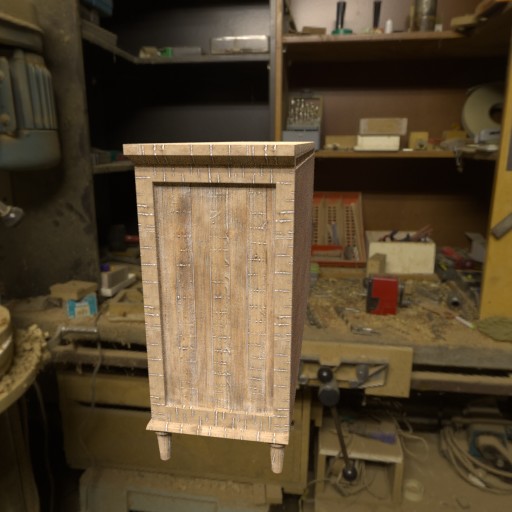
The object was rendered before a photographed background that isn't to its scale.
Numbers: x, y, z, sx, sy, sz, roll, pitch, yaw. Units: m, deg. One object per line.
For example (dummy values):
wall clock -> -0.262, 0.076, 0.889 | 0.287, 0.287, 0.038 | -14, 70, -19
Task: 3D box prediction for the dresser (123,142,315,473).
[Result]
dresser -> 0.000, 0.000, 2.051 | 0.457, 1.016, 1.626 | 2, 15, 9
